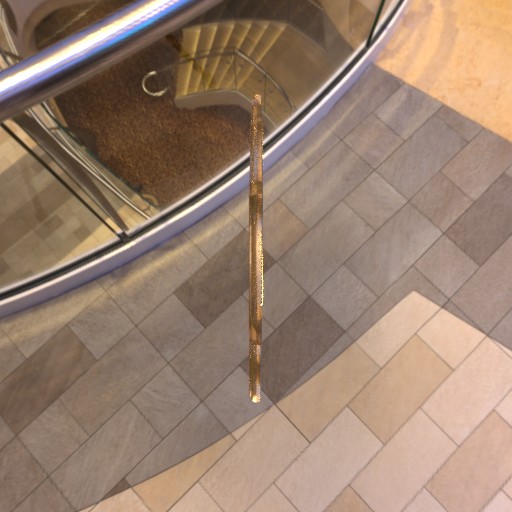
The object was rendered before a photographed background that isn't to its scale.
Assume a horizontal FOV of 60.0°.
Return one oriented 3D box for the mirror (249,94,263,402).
[{"bbox_3d":[0.000,0.000,0.847,0.018,0.635,0.513,0,76,0],"label":"mirror"}]
